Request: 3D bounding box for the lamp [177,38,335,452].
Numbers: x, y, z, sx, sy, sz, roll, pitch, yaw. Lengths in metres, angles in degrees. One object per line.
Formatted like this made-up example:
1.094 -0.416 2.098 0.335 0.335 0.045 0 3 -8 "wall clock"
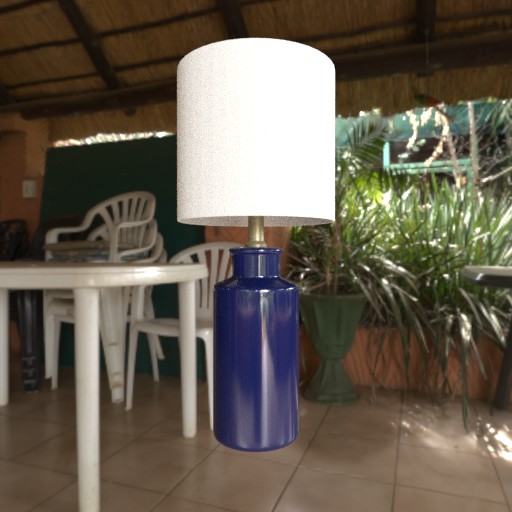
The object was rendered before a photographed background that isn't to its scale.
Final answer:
0.000 0.000 0.606 0.212 0.493 0.212 0 0 19 "lamp"
